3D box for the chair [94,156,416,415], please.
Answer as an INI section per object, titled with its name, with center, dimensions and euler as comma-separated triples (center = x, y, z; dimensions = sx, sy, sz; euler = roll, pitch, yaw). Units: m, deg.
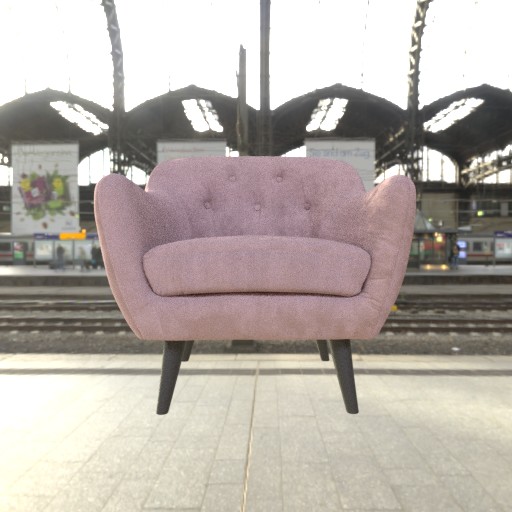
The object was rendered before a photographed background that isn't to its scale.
[chair]
center = 0.000, 0.000, 1.496
dimensions = 0.840, 0.820, 0.820
euler = 0, 1, -1
